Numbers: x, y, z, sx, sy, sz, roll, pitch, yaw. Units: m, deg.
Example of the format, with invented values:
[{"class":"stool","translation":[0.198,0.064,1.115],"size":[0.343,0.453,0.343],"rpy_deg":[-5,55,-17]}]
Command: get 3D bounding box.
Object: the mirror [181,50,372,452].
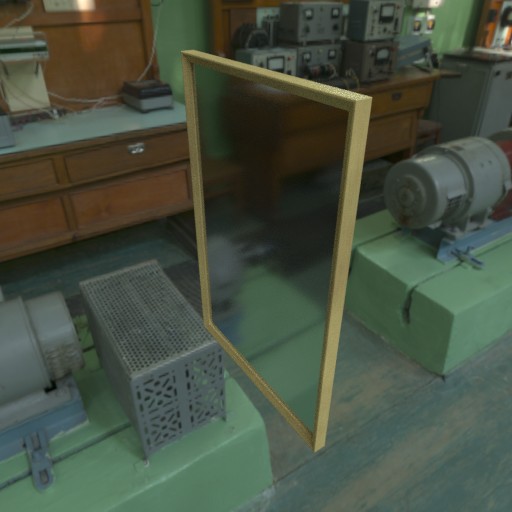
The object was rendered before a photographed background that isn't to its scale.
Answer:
[{"class":"mirror","translation":[0.000,0.000,1.158],"size":[0.041,0.915,0.609],"rpy_deg":[-20,38,-28]}]
